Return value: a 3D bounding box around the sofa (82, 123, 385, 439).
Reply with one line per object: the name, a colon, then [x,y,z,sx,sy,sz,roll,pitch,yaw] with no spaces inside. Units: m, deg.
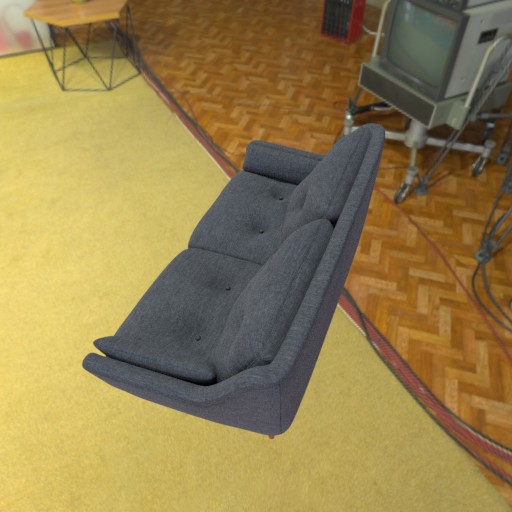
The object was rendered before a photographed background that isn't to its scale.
sofa: [0.000,0.000,2.463,0.975,0.896,1.929,17,49,15]
